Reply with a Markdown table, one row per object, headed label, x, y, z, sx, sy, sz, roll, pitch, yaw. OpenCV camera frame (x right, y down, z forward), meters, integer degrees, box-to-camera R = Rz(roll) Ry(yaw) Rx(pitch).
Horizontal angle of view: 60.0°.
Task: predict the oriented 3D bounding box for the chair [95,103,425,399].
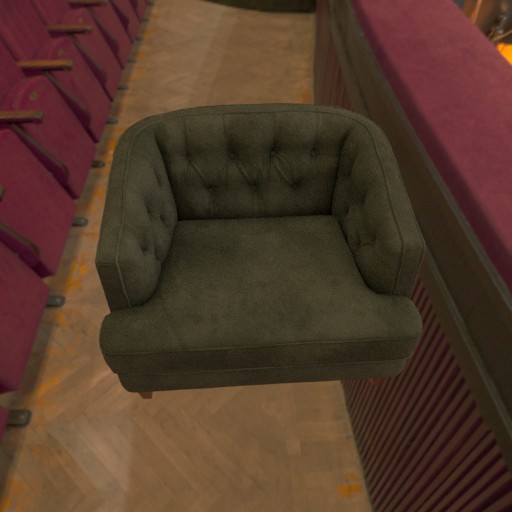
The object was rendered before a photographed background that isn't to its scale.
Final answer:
| label | x | y | z | sx | sy | sz | roll | pitch | yaw |
| --- | --- | --- | --- | --- | --- | --- | --- | --- | --- |
| chair | 0.000 | 0.000 | 1.791 | 1.104 | 0.852 | 0.941 | -3 | 45 | -3 |
